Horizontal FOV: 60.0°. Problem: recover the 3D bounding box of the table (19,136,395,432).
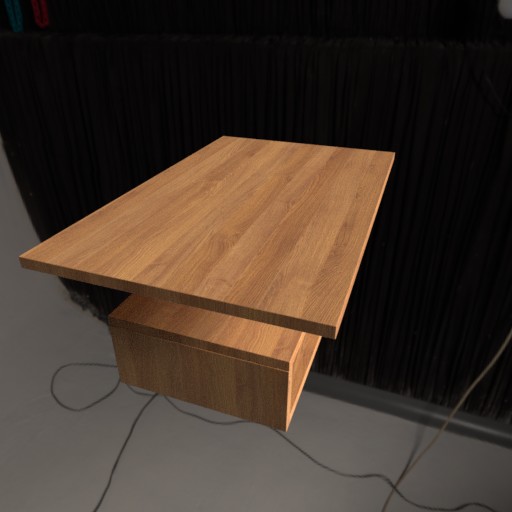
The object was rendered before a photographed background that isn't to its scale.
[{"bbox_3d":[0.000,0.000,1.419,0.700,0.442,1.100,10,31,18],"label":"table"}]
